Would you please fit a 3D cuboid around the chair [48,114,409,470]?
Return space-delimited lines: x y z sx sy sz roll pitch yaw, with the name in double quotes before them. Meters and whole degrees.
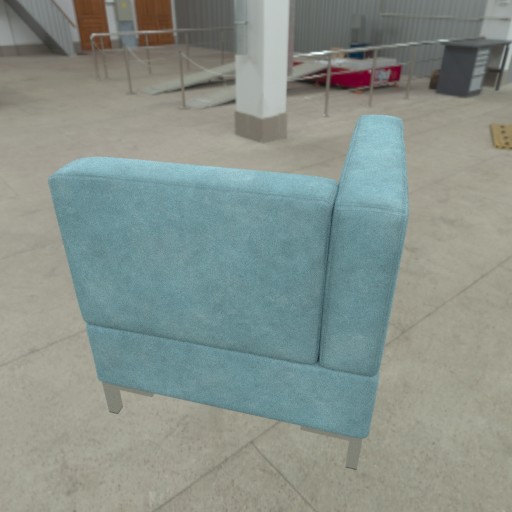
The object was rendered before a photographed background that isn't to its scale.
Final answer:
"chair" 0.000 0.000 1.186 0.684 0.660 0.691 8 31 13
